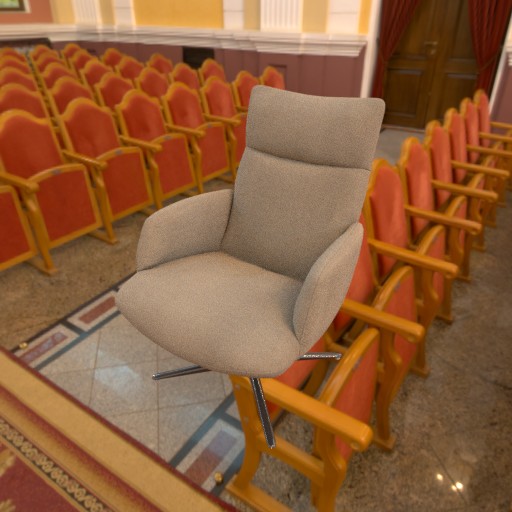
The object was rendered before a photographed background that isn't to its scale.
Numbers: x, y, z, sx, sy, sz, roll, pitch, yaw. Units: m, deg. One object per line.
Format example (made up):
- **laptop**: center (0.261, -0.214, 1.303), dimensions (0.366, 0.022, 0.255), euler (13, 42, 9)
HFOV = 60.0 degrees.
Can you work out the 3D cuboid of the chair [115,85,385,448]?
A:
- **chair**: center (0.000, 0.000, 1.584), dimensions (0.711, 1.016, 0.889), euler (19, 35, 29)
